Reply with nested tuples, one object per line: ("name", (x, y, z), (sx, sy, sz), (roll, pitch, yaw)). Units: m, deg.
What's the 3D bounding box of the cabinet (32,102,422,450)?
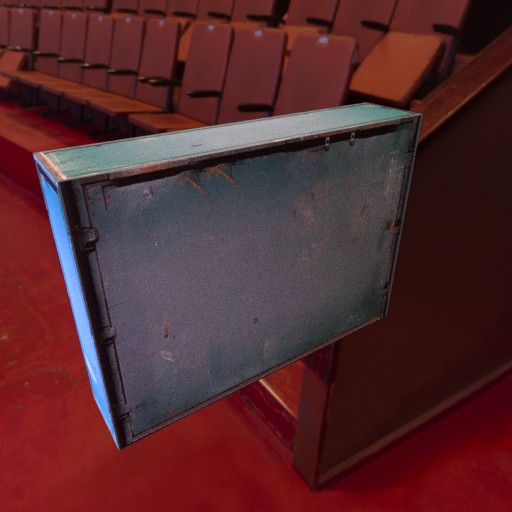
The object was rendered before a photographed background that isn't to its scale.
("cabinet", (0.000, 0.000, 3.850), (3.001, 2.160, 0.680), (-18, 34, -29))
